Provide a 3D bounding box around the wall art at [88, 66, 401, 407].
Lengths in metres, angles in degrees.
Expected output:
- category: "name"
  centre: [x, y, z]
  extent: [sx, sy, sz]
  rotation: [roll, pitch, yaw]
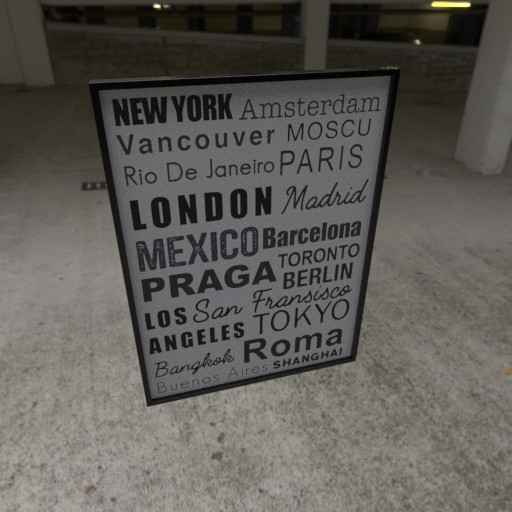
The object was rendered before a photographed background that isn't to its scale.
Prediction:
- category: "wall art"
  centre: [0.000, 0.000, 1.362]
  extent: [0.788, 1.046, 0.043]
  rotation: [-8, 32, -14]
